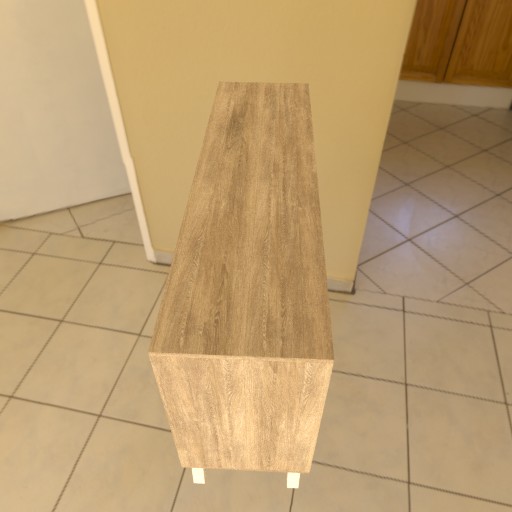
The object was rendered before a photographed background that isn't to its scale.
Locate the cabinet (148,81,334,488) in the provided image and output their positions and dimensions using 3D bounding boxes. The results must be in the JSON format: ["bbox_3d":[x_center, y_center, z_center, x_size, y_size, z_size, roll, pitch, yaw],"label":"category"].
[{"bbox_3d":[0.000,0.000,1.943,0.450,0.870,1.600,2,44,2],"label":"cabinet"}]
